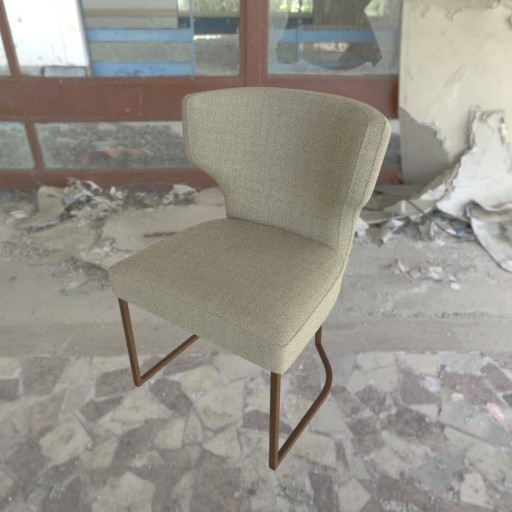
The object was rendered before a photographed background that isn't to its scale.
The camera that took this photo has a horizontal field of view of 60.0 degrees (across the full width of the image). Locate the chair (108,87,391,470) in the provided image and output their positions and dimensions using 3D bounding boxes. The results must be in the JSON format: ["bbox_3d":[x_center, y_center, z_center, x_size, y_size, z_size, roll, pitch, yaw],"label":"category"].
[{"bbox_3d":[0.000,0.000,1.260,0.611,0.824,0.617,19,35,29],"label":"chair"}]
